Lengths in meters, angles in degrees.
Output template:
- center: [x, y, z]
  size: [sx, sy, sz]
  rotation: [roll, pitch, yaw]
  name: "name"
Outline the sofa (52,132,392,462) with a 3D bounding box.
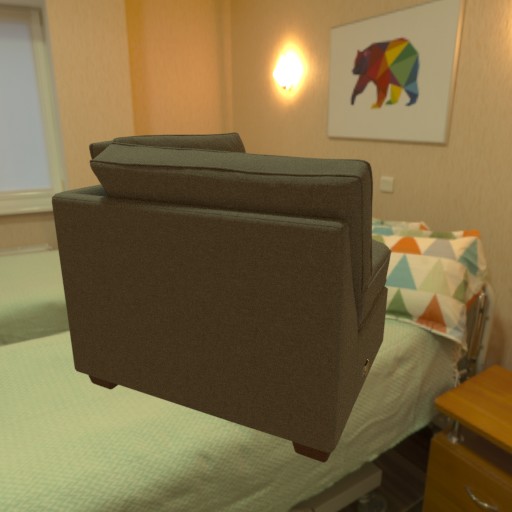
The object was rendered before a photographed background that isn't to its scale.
- center: [0.000, 0.000, 1.808]
  size: [1.050, 0.951, 1.042]
  rotation: [9, 19, 26]
  name: "sofa"
